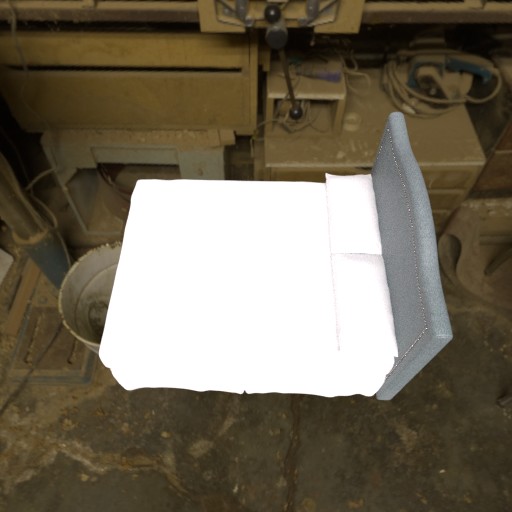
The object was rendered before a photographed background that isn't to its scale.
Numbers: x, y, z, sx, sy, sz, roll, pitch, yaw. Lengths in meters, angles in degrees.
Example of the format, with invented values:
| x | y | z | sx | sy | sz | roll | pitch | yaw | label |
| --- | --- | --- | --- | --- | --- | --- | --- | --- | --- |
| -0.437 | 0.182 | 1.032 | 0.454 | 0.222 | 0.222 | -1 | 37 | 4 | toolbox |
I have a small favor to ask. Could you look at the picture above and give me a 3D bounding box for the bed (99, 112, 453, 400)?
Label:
| x | y | z | sx | sy | sz | roll | pitch | yaw | label |
| --- | --- | --- | --- | --- | --- | --- | --- | --- | --- |
| 0.000 | 0.000 | 3.324 | 2.143 | 1.460 | 1.753 | 1 | 58 | 1 | bed |
